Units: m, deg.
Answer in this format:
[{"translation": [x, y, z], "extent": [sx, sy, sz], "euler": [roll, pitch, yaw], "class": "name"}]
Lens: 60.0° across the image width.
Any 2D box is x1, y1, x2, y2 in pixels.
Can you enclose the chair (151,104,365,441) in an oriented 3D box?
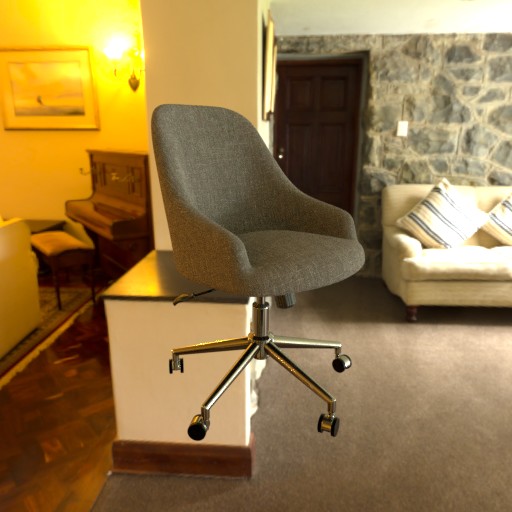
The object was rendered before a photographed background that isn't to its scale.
[{"translation": [0.000, 0.000, 1.422], "extent": [0.712, 0.950, 0.671], "euler": [14, 21, 43], "class": "chair"}]
